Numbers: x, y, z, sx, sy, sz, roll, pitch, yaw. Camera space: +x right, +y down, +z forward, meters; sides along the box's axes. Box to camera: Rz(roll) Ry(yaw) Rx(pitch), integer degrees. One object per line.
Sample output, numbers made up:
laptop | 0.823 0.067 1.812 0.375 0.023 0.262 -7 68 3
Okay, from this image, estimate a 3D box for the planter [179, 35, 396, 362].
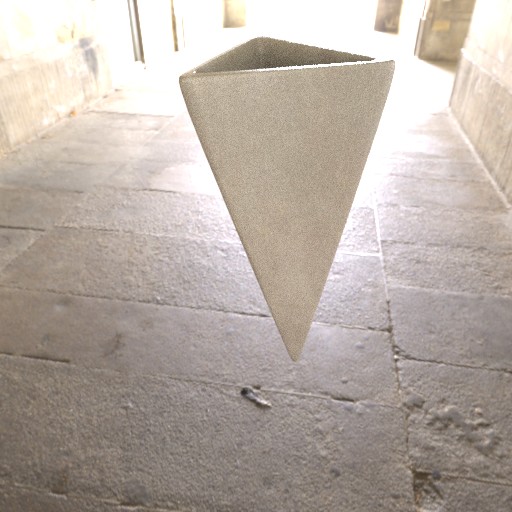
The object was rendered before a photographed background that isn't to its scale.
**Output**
planter | 0.000 0.000 0.266 0.081 0.224 0.101 -22 39 -29
